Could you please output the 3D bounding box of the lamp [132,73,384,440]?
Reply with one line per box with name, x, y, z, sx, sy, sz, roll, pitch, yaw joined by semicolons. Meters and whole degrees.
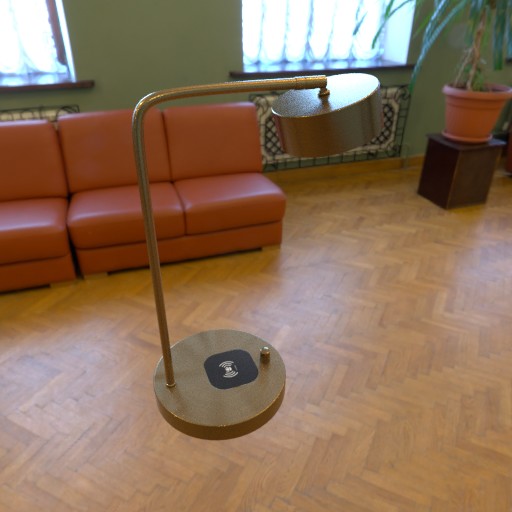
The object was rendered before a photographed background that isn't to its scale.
lamp;0.000;0.000;0.508;0.270;0.380;0.171;-10;32;-17
